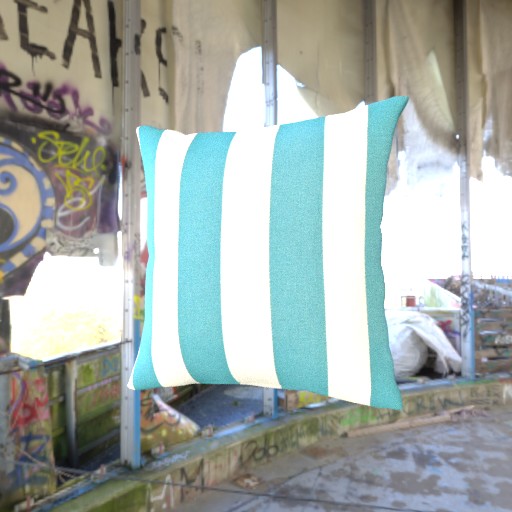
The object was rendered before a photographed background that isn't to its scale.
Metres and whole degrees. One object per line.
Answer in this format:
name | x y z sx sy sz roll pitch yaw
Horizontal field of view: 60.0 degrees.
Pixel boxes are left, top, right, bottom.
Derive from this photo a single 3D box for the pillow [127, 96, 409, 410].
pillow | 0.000 0.000 0.815 0.536 0.526 0.189 -1 -2 18
